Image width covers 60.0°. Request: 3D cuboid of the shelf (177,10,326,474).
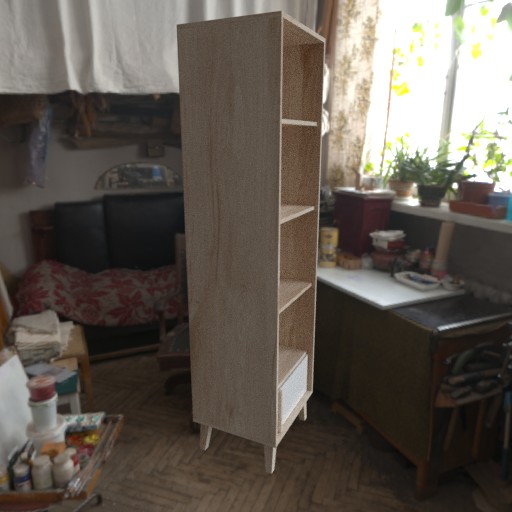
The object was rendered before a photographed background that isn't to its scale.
[{"bbox_3d":[0.000,0.000,2.127,0.450,1.960,0.510,7,17,25],"label":"shelf"}]
